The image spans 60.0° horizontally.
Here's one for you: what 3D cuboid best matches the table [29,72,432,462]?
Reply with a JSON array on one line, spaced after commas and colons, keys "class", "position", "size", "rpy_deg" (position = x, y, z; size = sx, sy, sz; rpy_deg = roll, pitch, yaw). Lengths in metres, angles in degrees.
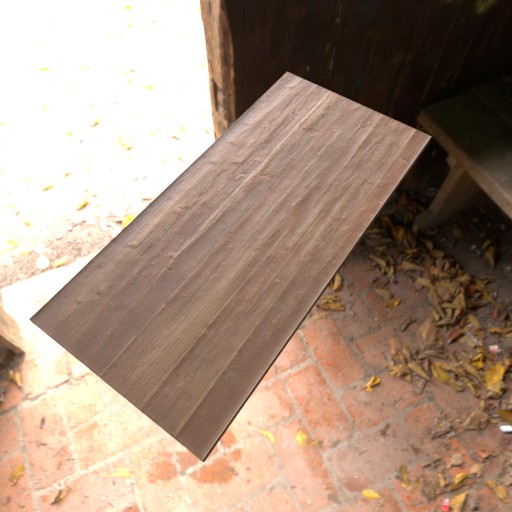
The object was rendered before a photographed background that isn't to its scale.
[{"class": "table", "position": [0.000, 0.000, 2.490], "size": [0.952, 0.760, 2.003], "rpy_deg": [31, 64, 17]}]
